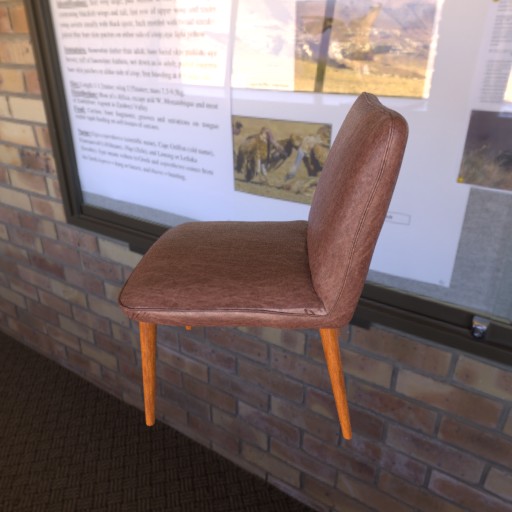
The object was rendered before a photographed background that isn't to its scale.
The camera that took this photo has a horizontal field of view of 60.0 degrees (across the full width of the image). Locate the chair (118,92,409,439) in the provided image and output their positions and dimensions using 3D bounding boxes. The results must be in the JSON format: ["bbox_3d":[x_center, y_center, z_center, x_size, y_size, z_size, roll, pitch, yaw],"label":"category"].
[{"bbox_3d":[0.000,0.000,1.194,0.645,0.803,0.543,0,26,1],"label":"chair"}]
